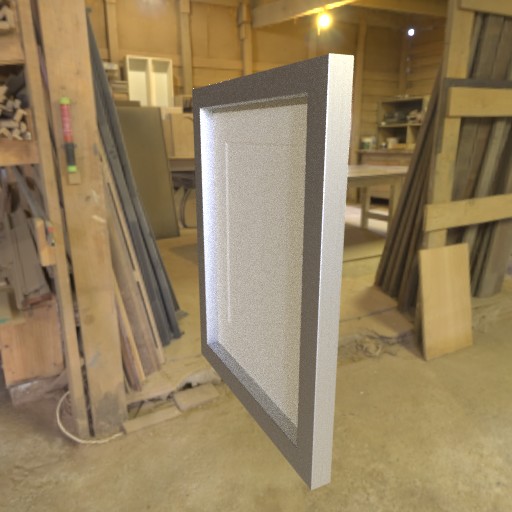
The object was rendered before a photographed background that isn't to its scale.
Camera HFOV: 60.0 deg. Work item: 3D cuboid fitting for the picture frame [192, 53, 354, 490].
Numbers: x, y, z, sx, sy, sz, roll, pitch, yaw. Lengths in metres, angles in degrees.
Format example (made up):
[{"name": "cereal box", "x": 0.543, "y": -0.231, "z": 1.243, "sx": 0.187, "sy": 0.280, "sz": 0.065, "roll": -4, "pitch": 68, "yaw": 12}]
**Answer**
[{"name": "picture frame", "x": 0.000, "y": 0.000, "z": 0.513, "sx": 0.036, "sy": 0.386, "sz": 0.307, "roll": -8, "pitch": 17, "yaw": -26}]
